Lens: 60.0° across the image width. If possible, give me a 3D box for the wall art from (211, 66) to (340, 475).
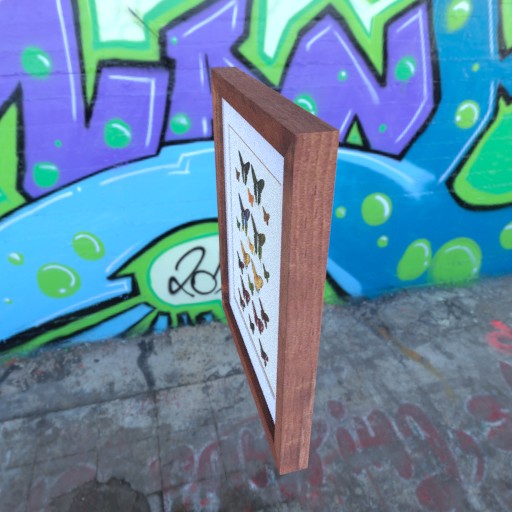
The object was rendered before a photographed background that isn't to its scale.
[{"bbox_3d":[0.000,0.000,0.630,0.039,0.449,0.377,-8,32,-13],"label":"wall art"}]
